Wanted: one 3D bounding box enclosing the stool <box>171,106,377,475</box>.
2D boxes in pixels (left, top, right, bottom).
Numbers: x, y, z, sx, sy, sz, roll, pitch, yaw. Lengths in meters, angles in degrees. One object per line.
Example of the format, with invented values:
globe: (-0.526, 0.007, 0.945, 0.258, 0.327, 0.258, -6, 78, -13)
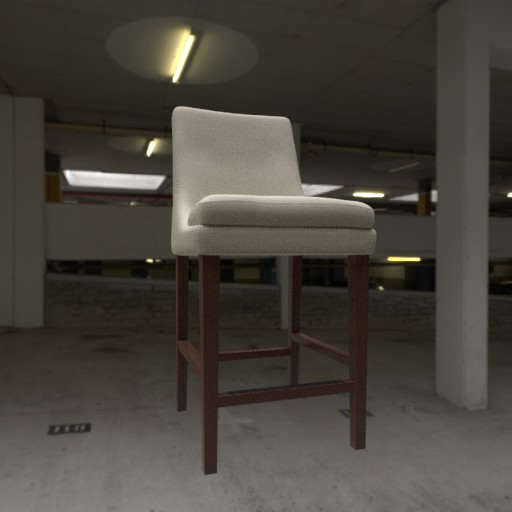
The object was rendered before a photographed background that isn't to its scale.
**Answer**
stool: (0.000, 0.000, 1.301, 0.470, 0.981, 0.577, 0, 1, -19)
